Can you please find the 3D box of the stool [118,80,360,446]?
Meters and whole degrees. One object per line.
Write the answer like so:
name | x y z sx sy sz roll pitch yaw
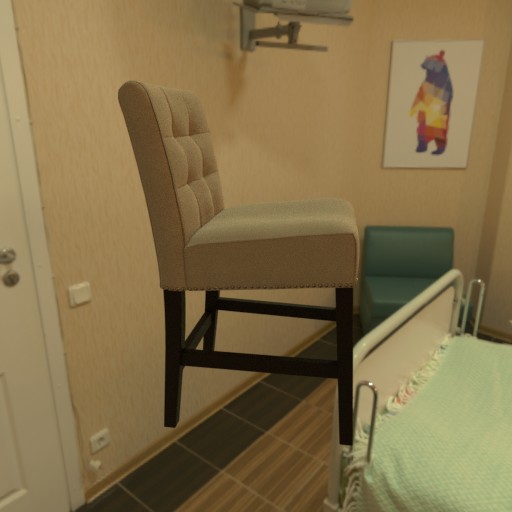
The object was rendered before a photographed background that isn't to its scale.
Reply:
stool | 0.000 0.000 1.225 0.571 0.885 0.427 3 18 9
